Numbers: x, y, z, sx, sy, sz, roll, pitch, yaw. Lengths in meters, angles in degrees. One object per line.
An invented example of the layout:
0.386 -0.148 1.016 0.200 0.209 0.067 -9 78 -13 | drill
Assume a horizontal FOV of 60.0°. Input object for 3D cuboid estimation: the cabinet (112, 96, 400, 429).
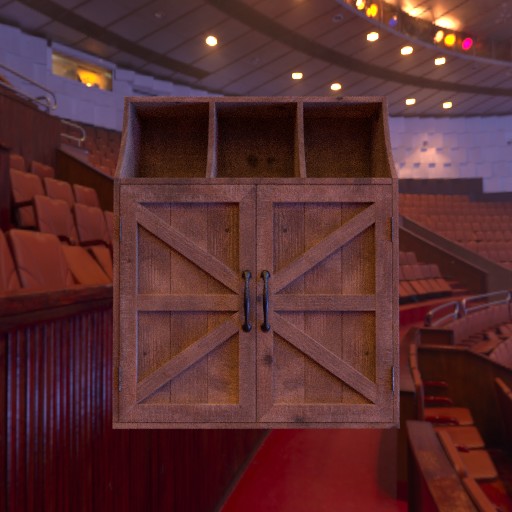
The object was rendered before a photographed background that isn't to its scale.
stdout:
0.000 0.000 0.829 0.489 0.590 0.184 0 -1 0 | cabinet
